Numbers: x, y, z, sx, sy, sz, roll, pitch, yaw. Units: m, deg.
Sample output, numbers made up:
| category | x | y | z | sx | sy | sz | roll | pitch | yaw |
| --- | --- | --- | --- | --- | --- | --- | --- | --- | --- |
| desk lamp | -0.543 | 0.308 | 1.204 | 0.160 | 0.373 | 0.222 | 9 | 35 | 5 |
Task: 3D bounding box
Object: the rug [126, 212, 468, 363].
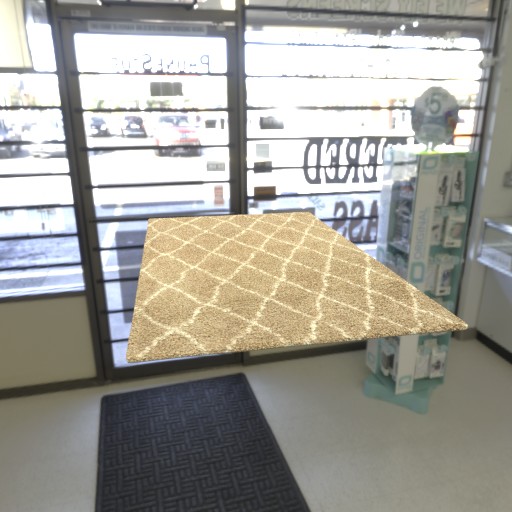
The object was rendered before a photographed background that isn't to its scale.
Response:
| category | x | y | z | sx | sy | sz | roll | pitch | yaw |
| --- | --- | --- | --- | --- | --- | --- | --- | --- | --- |
| rug | 0.000 | 0.000 | 3.030 | 1.524 | 0.030 | 2.438 | -3 | 18 | -10 |
